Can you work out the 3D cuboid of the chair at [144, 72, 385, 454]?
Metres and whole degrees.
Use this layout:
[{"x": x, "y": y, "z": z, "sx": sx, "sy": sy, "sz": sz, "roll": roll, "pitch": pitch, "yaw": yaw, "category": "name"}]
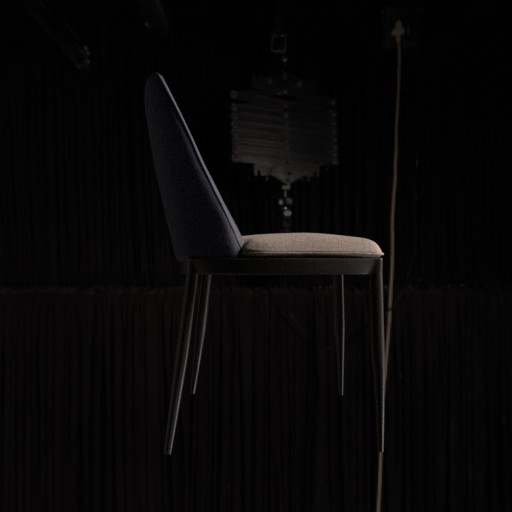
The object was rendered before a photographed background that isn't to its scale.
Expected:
[{"x": 0.000, "y": 0.000, "z": 1.150, "sx": 0.551, "sy": 0.839, "sz": 0.480, "roll": 0, "pitch": -1, "yaw": -1, "category": "chair"}]
